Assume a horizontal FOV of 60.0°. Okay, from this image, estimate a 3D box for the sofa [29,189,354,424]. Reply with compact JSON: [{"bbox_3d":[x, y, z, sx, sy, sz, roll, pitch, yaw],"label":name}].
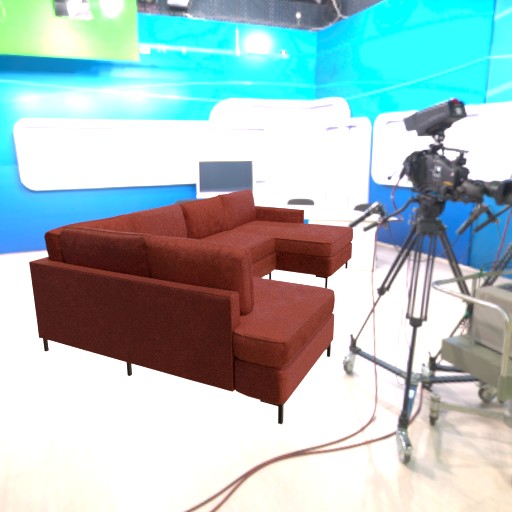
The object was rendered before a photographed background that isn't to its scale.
[{"bbox_3d":[0.000,0.000,4.321,2.055,0.992,3.434,7,16,25],"label":"sofa"}]
